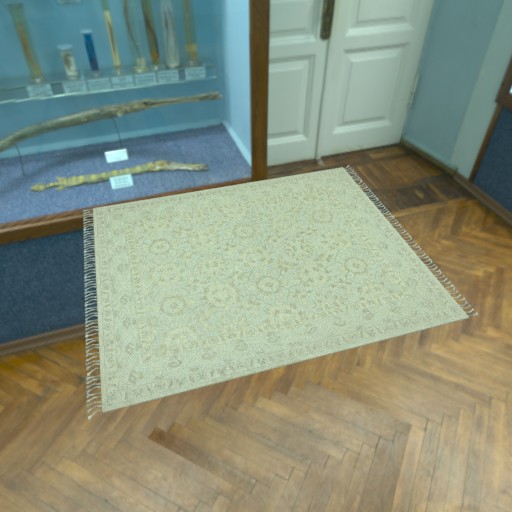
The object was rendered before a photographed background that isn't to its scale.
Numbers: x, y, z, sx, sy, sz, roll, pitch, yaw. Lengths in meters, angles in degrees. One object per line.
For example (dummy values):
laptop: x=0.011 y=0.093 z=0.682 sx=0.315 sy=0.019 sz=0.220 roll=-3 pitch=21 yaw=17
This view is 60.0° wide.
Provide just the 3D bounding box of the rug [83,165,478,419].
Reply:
rug: x=0.000 y=0.000 z=4.088 sx=3.043 sy=0.013 sz=2.444 roll=-11 pitch=44 yaw=-12
